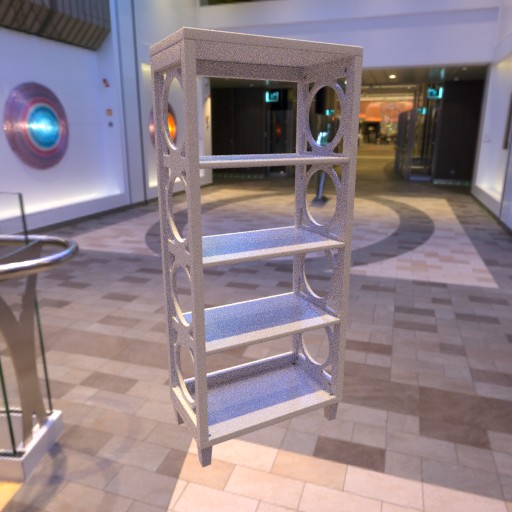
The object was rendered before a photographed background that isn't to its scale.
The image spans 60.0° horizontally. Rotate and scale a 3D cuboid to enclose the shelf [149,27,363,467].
[{"bbox_3d":[0.000,0.000,1.633,0.611,1.411,0.340,-8,18,-27],"label":"shelf"}]
